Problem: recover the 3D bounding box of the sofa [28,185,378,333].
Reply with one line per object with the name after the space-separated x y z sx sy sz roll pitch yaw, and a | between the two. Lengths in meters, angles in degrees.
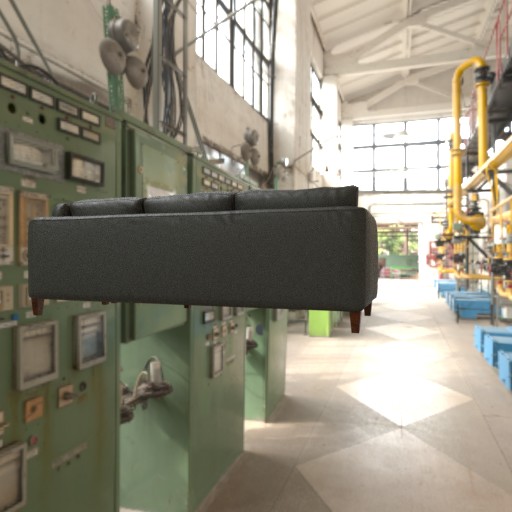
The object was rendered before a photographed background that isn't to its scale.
0.000 0.000 4.614 2.593 0.923 3.460 0 0 19 | sofa
